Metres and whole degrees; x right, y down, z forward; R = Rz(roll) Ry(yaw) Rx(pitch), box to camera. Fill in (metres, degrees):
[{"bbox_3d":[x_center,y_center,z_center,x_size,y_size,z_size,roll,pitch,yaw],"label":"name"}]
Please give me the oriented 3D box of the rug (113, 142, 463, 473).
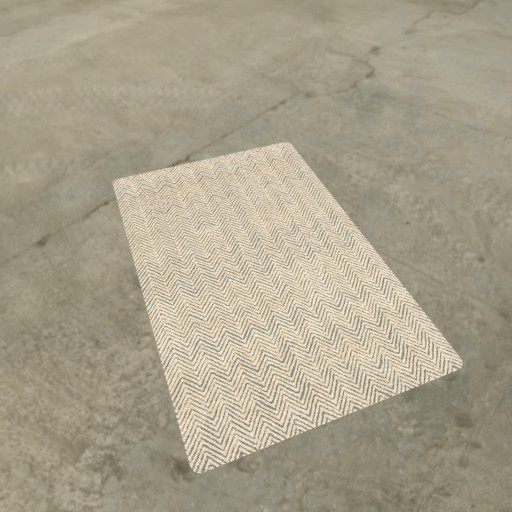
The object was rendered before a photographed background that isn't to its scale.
[{"bbox_3d":[0.000,0.000,2.205,1.144,0.008,1.752,-16,49,-14],"label":"rug"}]
